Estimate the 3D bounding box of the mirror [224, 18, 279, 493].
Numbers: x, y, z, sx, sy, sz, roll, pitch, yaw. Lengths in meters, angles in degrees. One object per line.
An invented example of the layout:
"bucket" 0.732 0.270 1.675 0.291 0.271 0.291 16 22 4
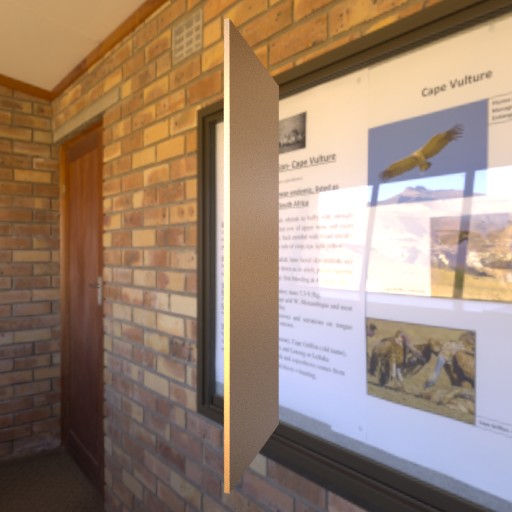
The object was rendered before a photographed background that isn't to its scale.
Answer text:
"mirror" 0.000 0.000 2.284 0.025 2.031 0.812 0 0 18
